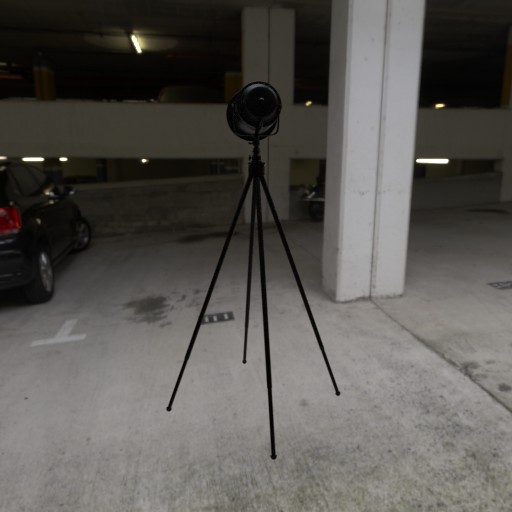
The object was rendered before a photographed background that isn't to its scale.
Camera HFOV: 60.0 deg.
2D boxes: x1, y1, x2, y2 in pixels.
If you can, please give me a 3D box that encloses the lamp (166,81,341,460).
[{"bbox_3d":[0.000,0.000,2.048,0.879,1.504,0.884,-2,13,-9],"label":"lamp"}]
